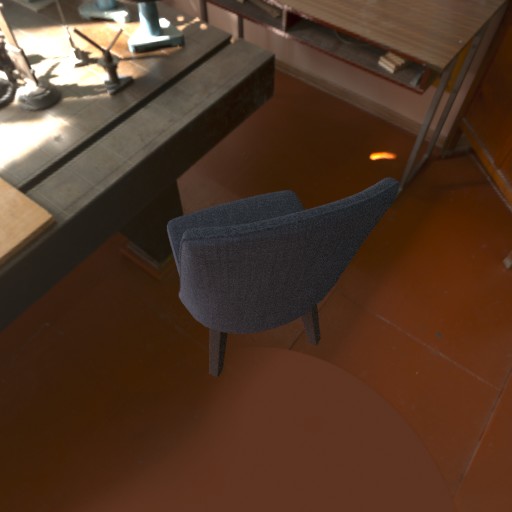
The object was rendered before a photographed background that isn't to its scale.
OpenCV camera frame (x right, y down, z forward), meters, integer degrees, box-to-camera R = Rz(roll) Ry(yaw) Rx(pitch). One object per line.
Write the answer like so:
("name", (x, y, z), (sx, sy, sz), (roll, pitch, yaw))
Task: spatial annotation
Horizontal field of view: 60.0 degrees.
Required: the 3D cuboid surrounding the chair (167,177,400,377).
("chair", (0.000, 0.000, 1.350), (0.510, 1.050, 0.577), (-16, 58, -10))
